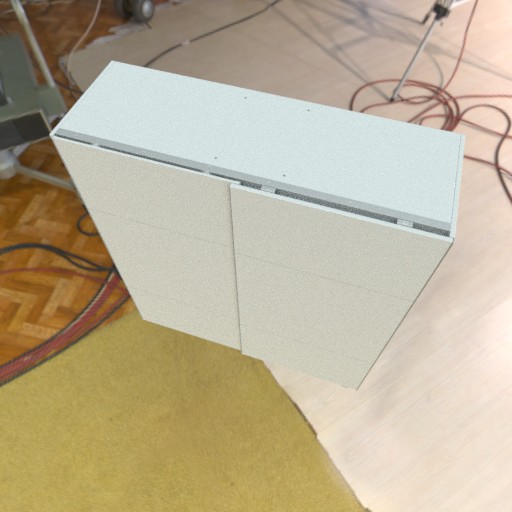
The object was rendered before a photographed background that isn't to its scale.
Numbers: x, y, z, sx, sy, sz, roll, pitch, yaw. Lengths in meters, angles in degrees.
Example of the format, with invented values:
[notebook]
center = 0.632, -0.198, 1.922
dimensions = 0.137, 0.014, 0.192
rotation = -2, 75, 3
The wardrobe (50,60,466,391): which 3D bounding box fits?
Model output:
[wardrobe]
center = 0.000, 0.000, 2.801
dimensions = 1.780, 1.960, 0.629
rotation = 15, 58, 10
